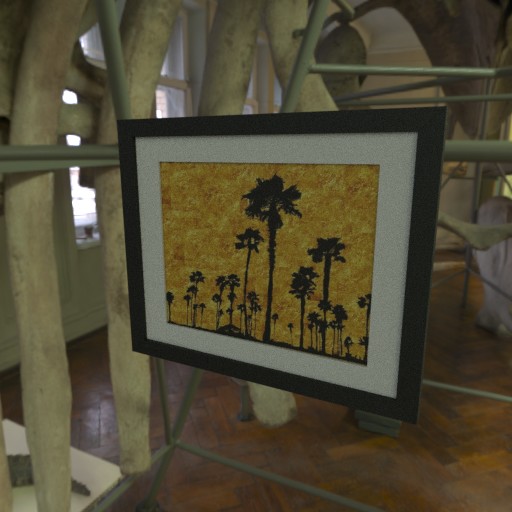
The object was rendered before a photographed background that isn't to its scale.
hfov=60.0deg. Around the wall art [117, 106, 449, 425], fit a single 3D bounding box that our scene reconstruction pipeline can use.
[{"bbox_3d":[0.000,0.000,0.754,0.561,0.460,0.028,7,15,26],"label":"wall art"}]
